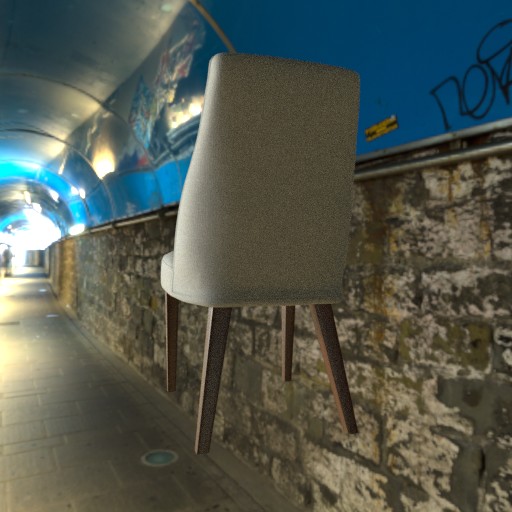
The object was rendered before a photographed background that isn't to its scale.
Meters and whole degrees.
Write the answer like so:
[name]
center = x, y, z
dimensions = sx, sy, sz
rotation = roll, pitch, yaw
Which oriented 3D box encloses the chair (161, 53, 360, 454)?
[chair]
center = 0.000, 0.000, 1.304
dimensions = 0.500, 0.930, 0.620
rotation = 0, 0, -17
